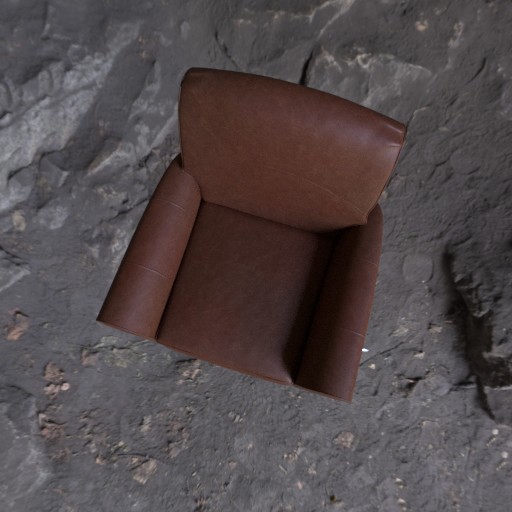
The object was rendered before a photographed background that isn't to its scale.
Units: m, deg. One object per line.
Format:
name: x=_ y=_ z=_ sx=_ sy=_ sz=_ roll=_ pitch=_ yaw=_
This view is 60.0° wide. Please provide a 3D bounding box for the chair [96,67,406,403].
chair: x=0.000 y=0.000 z=1.781 sx=0.978 sy=1.061 sz=0.902 roll=17 pitch=76 yaw=4
